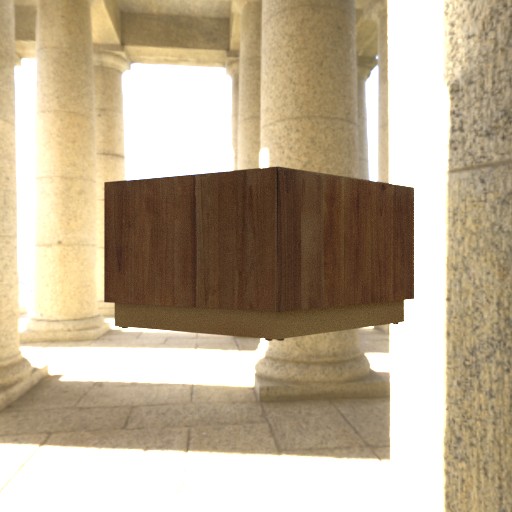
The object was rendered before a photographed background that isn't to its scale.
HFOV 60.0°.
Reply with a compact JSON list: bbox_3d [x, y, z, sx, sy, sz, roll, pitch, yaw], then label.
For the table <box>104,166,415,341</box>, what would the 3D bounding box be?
[{"bbox_3d":[0.000,0.000,1.706,1.154,0.456,1.000,0,0,-36],"label":"table"}]
